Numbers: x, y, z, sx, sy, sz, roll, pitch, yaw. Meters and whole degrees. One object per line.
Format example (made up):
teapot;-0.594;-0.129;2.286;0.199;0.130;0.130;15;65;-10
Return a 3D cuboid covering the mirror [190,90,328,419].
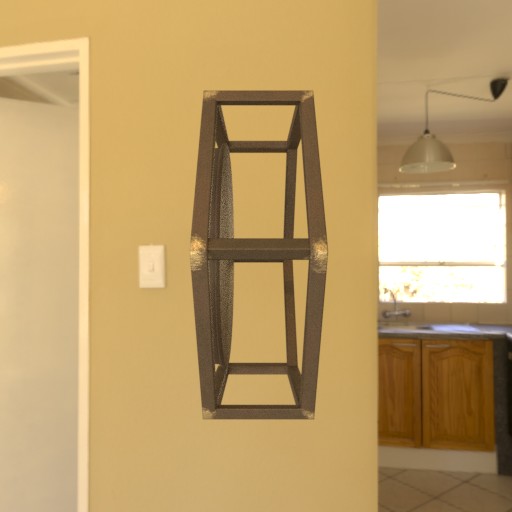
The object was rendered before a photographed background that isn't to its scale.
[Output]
mirror;0.000;0.000;0.548;0.119;0.334;0.380;0;-1;0
